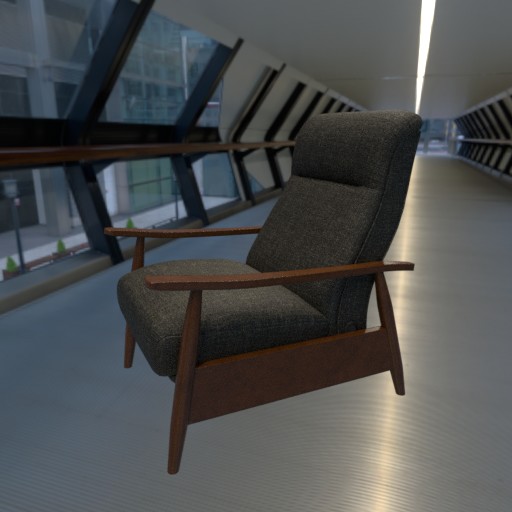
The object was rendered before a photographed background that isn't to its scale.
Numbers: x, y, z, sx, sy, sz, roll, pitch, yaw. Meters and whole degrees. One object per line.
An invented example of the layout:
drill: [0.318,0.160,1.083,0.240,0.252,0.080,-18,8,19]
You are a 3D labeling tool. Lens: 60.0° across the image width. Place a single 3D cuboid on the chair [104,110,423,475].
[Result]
chair: [0.000,0.000,1.723,1.014,1.082,0.762,-8,18,-26]
